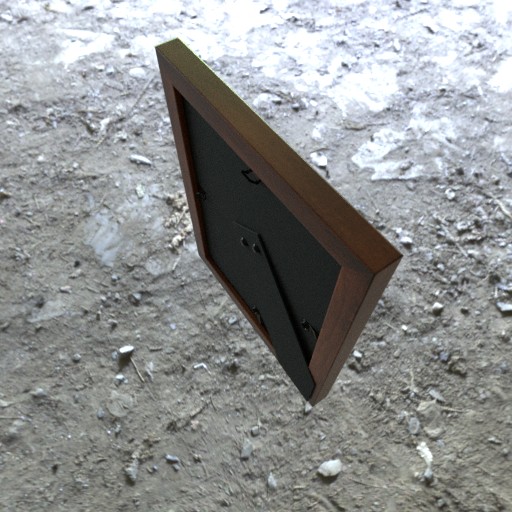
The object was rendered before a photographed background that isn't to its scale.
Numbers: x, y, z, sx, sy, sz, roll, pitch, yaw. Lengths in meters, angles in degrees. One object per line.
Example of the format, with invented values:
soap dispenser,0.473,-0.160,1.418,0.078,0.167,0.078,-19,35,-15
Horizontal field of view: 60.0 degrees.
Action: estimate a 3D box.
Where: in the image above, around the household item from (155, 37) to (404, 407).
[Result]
household item,0.000,0.000,0.344,0.020,0.250,0.200,-31,63,-17
